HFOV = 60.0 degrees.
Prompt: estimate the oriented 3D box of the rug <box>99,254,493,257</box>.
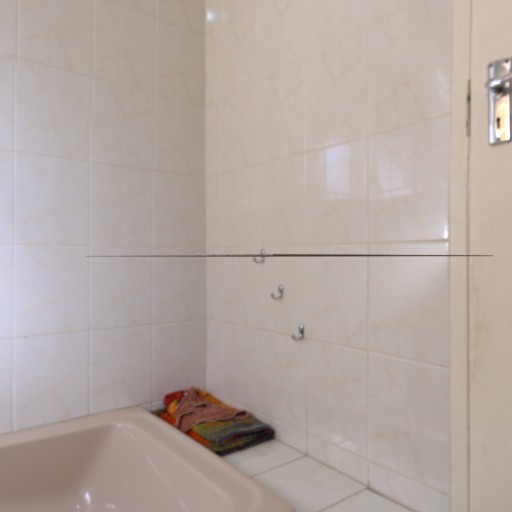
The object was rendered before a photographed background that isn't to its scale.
[{"bbox_3d":[0.000,0.000,2.295,1.217,0.005,1.818,0,0,-36],"label":"rug"}]
